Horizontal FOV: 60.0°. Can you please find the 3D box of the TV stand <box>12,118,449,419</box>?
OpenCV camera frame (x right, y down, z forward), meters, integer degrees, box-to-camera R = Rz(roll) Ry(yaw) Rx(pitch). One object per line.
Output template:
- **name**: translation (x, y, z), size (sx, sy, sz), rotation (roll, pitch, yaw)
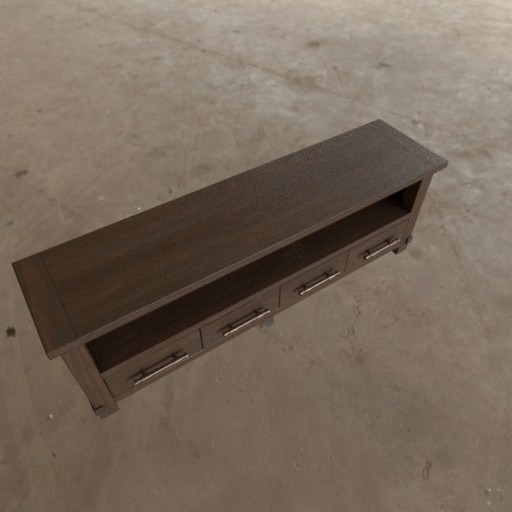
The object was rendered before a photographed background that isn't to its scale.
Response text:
- **TV stand**: translation (0.000, 0.000, 2.082), size (1.866, 0.615, 0.471), rotation (-26, 52, -22)
